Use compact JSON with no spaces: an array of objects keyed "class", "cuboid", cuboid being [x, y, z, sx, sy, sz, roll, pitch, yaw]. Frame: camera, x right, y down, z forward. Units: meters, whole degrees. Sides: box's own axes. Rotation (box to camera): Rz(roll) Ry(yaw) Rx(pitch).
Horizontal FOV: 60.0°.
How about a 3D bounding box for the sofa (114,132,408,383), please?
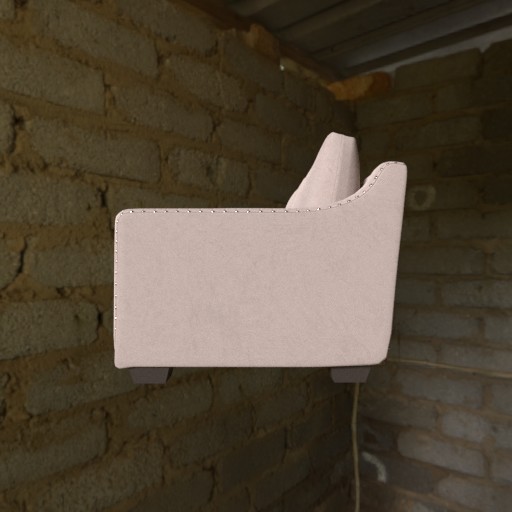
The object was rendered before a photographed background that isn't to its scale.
[{"class":"sofa","cuboid":[0.000,0.000,2.470,1.030,0.901,1.967,0,-1,0]}]
